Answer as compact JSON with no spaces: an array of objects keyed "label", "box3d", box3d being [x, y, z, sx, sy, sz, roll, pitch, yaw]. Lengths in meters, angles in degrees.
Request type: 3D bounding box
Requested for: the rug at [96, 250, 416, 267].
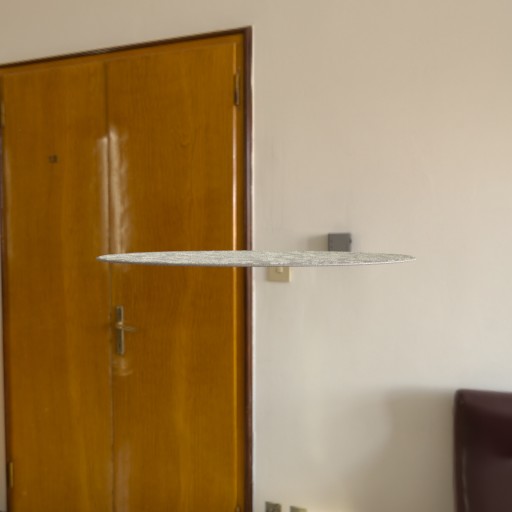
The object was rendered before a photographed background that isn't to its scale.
[{"label":"rug","box3d":[0.000,0.000,2.342,1.593,0.012,1.593,0,2,0]}]
